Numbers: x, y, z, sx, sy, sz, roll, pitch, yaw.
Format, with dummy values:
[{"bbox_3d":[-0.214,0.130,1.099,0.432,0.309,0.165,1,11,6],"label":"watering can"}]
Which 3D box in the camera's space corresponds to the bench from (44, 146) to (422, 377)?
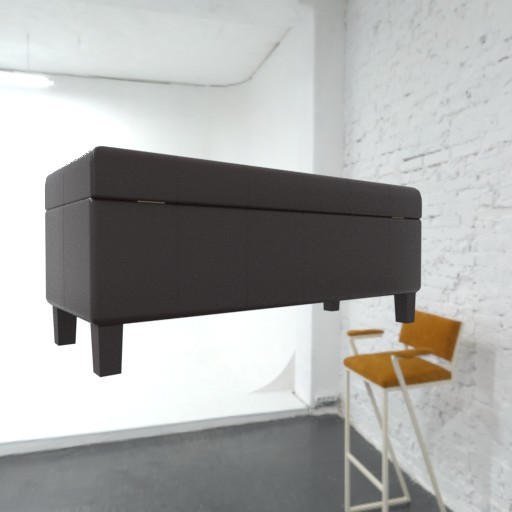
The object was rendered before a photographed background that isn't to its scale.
[{"bbox_3d":[0.000,0.000,1.336,1.092,0.457,0.429,-1,2,-37],"label":"bench"}]
